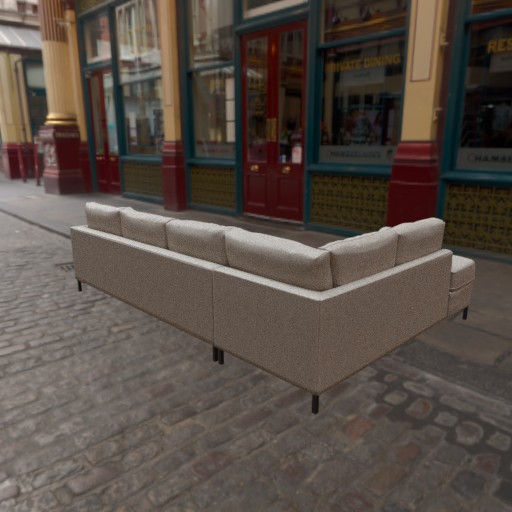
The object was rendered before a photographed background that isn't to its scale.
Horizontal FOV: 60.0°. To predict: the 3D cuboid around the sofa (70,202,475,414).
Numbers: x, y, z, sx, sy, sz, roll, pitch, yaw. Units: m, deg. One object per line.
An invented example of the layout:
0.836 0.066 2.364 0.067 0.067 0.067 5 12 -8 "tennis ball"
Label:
0.000 0.000 3.122 1.617 0.703 2.423 -13 19 -43 "sofa"
